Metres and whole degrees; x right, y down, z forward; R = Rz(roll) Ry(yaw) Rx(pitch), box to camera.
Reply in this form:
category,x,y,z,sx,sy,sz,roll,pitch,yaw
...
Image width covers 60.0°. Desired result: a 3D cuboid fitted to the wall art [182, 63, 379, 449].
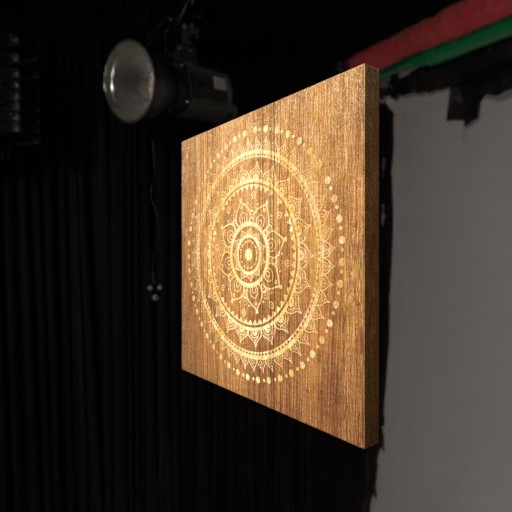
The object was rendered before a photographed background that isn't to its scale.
category,x,y,z,sx,sy,sz,roll,pitch,yaw
wall art,0.000,0.000,0.945,0.042,0.608,0.611,0,0,-37
